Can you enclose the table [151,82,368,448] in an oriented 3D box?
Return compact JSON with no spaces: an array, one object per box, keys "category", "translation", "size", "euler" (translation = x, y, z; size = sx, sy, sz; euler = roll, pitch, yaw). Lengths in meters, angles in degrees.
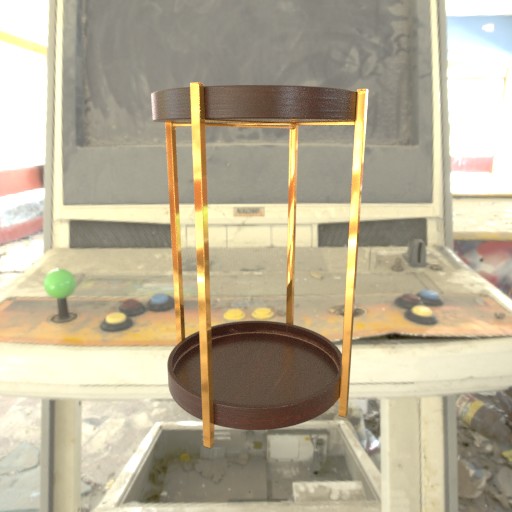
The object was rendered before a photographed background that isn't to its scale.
[{"category":"table","translation":[0.000,0.000,0.882],"size":[0.400,0.610,0.400],"euler":[7,17,25]}]
